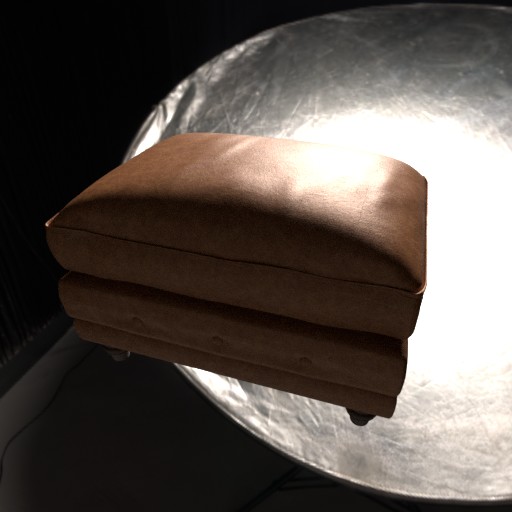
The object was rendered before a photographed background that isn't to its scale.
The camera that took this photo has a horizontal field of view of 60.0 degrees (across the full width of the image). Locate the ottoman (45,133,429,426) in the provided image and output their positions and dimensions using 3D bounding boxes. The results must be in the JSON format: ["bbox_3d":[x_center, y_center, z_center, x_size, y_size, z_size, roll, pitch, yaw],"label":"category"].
[{"bbox_3d":[0.000,0.000,1.038,0.710,0.480,0.533,10,34,15],"label":"ottoman"}]
